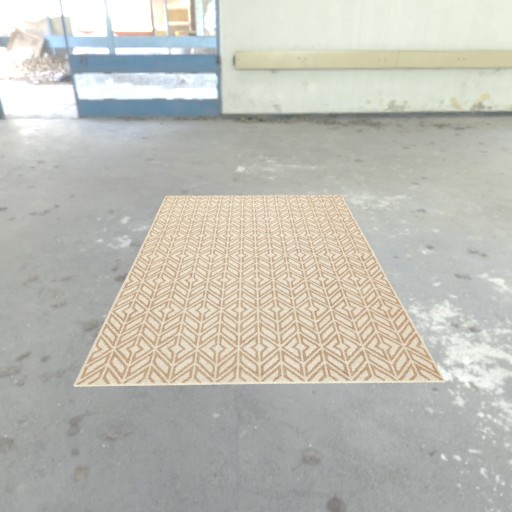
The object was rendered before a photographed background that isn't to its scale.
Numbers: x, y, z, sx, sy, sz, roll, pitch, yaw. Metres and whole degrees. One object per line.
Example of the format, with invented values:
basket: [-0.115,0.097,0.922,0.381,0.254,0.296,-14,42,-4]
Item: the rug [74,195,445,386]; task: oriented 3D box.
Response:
rug: [0.000,0.000,2.263,1.220,0.007,1.828,0,27,-1]
